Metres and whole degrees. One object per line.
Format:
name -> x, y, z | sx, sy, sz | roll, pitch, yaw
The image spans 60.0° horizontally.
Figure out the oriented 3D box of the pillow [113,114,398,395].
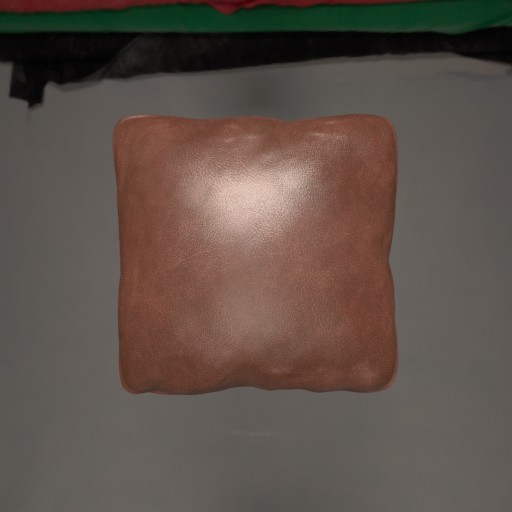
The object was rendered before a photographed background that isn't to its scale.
pillow -> 0.000, 0.000, 0.821 | 0.532, 0.523, 0.236 | 0, 2, 1
